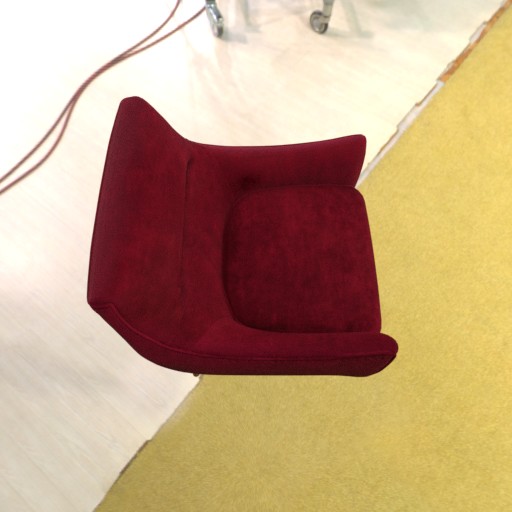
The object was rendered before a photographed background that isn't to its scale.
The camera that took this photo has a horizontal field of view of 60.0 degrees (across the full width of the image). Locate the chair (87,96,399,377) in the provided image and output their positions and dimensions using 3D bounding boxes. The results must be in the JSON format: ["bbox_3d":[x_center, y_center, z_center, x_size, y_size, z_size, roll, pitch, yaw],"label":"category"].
[{"bbox_3d":[0.000,0.000,1.460,0.787,0.838,0.762,0,64,0],"label":"chair"}]
